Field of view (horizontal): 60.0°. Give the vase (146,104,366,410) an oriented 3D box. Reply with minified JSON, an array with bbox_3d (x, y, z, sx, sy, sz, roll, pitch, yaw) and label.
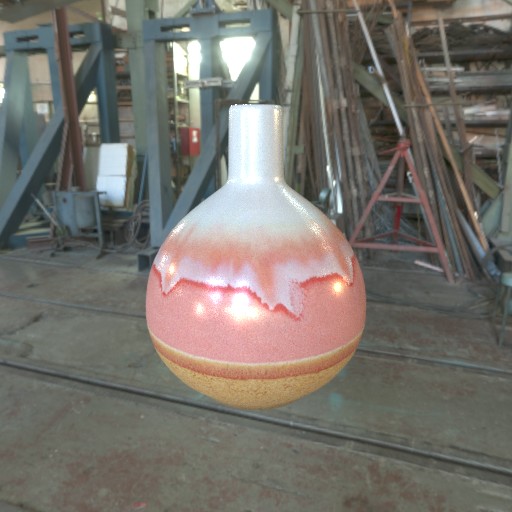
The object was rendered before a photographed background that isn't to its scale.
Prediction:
[{"bbox_3d":[0.000,0.000,0.274,0.137,0.176,0.137,0,16,0],"label":"vase"}]
